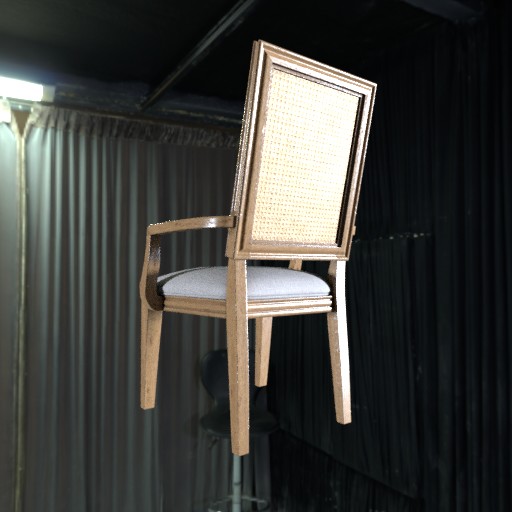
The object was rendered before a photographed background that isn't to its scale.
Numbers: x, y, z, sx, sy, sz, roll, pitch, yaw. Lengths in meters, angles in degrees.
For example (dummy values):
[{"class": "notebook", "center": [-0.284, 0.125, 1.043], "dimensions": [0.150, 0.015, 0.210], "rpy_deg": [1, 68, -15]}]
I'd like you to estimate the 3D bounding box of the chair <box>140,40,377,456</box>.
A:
[{"class": "chair", "center": [0.000, 0.000, 1.373], "dimensions": [0.606, 0.990, 0.602], "rpy_deg": [1, -2, -36]}]
